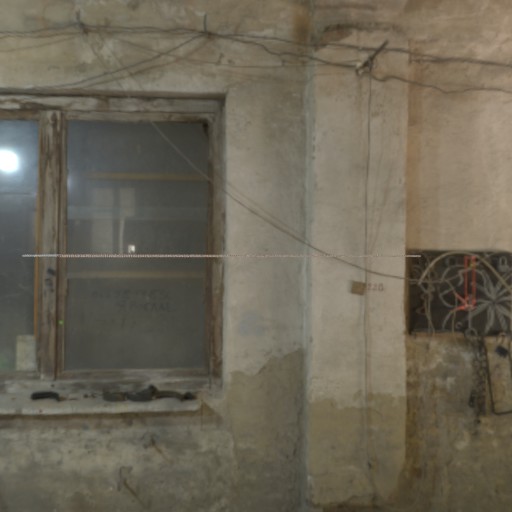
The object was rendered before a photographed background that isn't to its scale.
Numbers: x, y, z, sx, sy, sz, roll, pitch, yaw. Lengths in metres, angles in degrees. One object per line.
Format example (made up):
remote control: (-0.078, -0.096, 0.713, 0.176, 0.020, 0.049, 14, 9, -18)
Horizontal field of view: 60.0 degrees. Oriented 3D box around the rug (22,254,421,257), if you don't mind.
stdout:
rug: (0.000, 0.000, 2.534, 2.294, 0.011, 0.666, 0, 0, -38)
